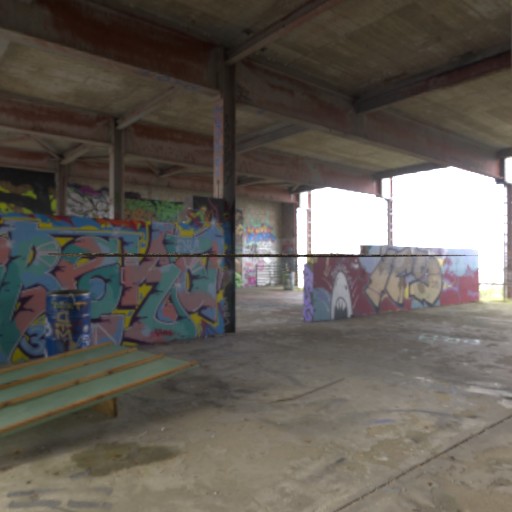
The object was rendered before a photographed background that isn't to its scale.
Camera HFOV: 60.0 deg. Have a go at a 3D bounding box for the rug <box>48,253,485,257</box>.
[{"bbox_3d":[0.000,0.000,3.000,2.438,0.008,1.524,0,-1,-19],"label":"rug"}]
